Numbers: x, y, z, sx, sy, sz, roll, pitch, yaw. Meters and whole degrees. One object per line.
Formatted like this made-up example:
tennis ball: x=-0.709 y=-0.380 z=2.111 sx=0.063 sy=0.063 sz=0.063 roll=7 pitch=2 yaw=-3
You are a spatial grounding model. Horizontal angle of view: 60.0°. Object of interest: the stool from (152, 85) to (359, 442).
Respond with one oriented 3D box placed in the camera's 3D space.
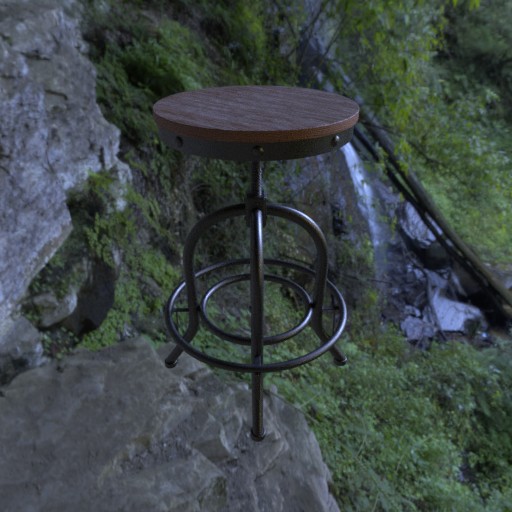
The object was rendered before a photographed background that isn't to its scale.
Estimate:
stool: x=0.000 y=0.000 z=0.917 sx=0.439 sy=0.609 sz=0.439 roll=-1 pitch=31 yaw=-1
